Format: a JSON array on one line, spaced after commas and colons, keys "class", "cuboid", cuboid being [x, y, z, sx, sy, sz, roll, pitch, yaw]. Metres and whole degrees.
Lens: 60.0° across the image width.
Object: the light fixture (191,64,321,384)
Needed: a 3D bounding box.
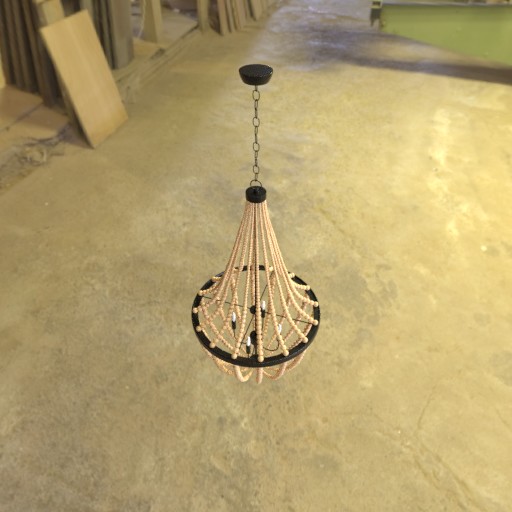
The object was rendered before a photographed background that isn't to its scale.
[{"class": "light fixture", "cuboid": [0.000, 0.000, 1.381, 0.450, 1.133, 0.450, 0, 42, 0]}]
